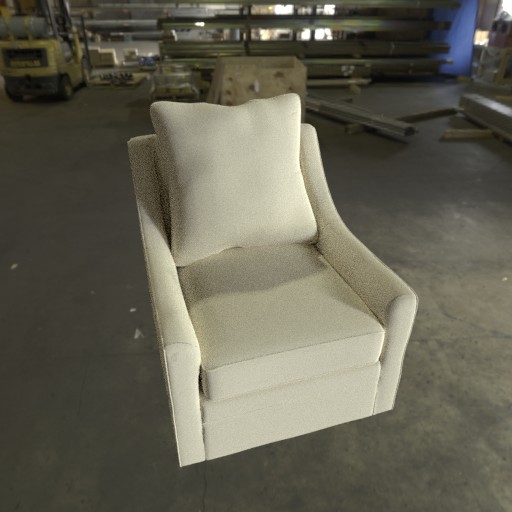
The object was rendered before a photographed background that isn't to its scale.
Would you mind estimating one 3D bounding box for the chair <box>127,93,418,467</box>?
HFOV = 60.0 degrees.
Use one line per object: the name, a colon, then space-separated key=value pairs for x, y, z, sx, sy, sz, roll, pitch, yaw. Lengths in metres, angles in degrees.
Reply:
chair: x=0.000 y=0.000 z=1.578 sx=0.756 sy=0.965 sz=0.876 roll=-9 pitch=32 yaw=-15
